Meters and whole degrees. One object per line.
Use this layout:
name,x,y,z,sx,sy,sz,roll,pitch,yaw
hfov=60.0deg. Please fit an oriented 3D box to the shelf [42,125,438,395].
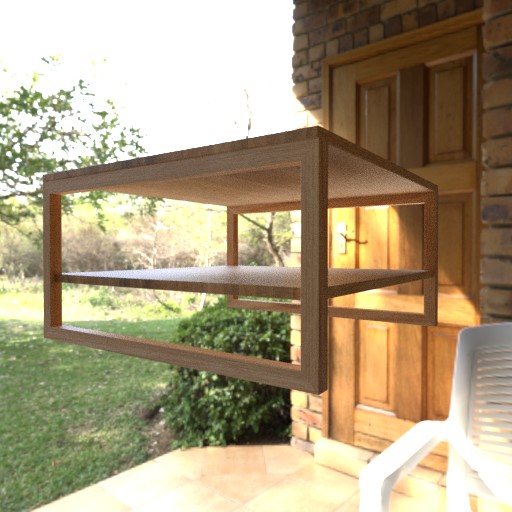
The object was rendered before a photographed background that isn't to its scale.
shelf,0.000,0.000,1.412,0.899,0.480,0.899,1,1,35
